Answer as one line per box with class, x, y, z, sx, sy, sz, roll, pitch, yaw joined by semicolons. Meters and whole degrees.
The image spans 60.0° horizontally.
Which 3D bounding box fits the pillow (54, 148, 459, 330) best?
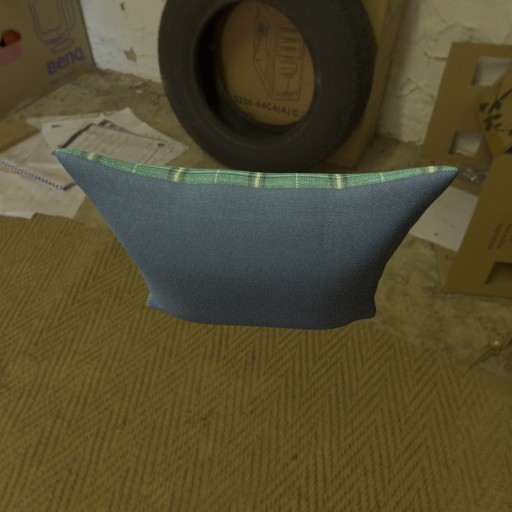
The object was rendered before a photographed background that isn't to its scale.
pillow;0.000;0.000;0.686;0.453;0.430;0.200;3;46;3
